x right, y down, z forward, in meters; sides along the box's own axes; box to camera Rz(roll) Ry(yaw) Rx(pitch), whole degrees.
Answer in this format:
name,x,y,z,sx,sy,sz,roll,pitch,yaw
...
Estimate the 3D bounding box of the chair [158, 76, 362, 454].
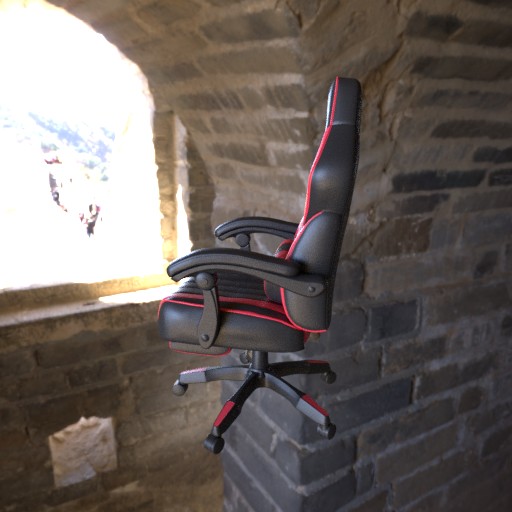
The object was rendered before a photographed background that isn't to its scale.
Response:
name,x,y,z,sx,sy,sz,roll,pitch,yaw
chair,0.000,0.000,1.648,0.700,1.220,0.700,2,15,9
